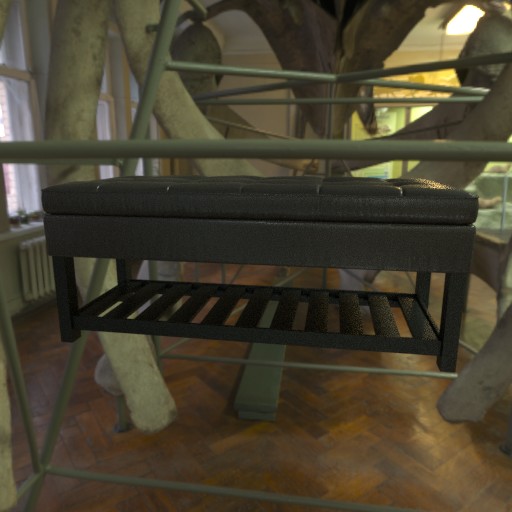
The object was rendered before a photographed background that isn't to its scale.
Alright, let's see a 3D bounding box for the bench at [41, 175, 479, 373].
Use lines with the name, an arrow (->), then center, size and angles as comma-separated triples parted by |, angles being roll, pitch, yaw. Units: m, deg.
bench -> 0.000, 0.000, 1.332 | 1.105, 0.460, 0.432 | 2, 14, 10
